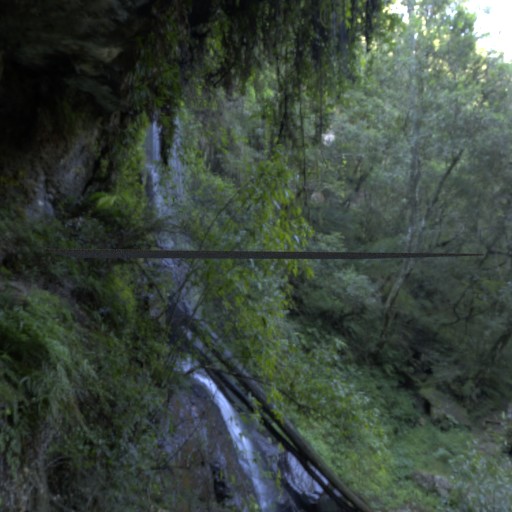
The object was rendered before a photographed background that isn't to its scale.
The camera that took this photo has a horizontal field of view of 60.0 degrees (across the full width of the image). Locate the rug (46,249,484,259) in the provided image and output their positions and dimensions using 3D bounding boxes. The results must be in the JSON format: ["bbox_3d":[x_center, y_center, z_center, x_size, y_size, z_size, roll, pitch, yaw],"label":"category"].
[{"bbox_3d":[0.000,0.000,3.068,2.444,0.012,1.526,0,-1,-17],"label":"rug"}]
